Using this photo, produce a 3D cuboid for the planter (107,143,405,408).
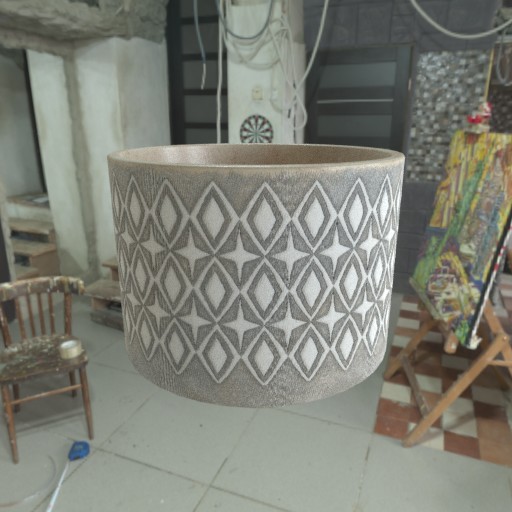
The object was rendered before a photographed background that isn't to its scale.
[{"bbox_3d":[0.000,0.000,0.275,0.164,0.127,0.164,0,17,0],"label":"planter"}]
